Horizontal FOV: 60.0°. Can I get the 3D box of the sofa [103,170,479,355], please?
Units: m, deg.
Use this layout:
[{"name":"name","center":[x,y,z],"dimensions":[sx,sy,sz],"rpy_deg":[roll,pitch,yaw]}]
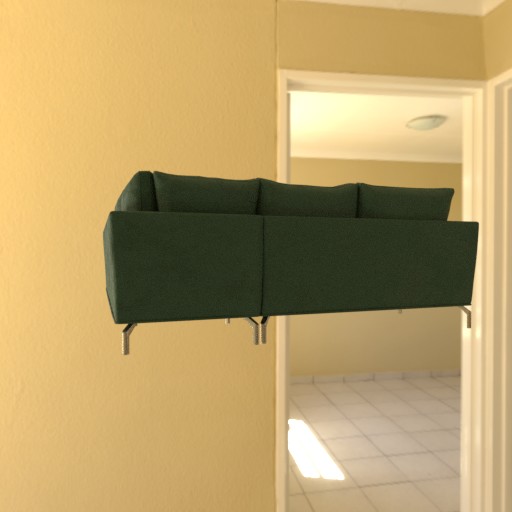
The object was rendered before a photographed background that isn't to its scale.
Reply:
[{"name":"sofa","center":[0.000,0.000,3.825],"dimensions":[2.468,1.004,2.452],"rpy_deg":[0,1,-20]}]
